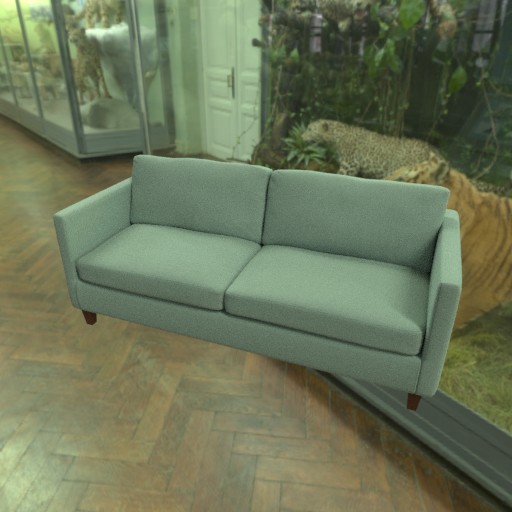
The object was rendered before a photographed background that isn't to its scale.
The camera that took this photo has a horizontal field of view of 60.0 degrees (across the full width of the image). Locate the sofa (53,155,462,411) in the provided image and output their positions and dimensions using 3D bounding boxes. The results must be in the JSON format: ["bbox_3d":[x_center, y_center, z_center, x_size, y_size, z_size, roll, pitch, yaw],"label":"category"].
[{"bbox_3d":[0.000,0.000,2.687,2.208,0.965,0.951,10,29,19],"label":"sofa"}]
